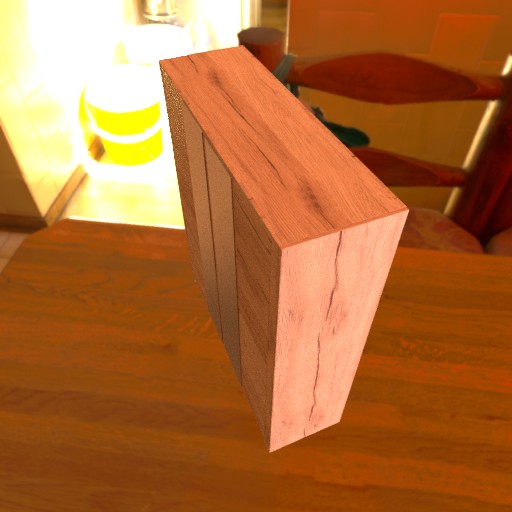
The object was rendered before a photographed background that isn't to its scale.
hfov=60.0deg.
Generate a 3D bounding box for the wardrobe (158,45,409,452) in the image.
[{"bbox_3d":[0.000,0.000,3.039,0.580,2.070,1.810,-17,49,-16],"label":"wardrobe"}]
